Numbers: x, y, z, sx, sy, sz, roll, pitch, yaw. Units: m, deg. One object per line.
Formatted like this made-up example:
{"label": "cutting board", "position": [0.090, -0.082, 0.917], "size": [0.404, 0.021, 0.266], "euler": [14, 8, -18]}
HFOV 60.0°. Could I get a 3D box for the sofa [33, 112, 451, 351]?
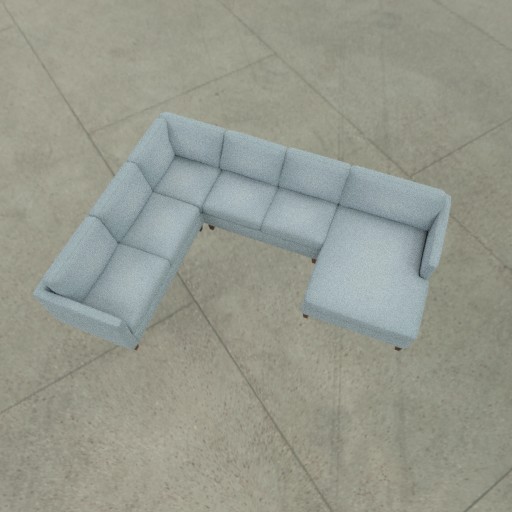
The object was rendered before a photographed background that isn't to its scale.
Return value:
{"label": "sofa", "position": [0.000, 0.000, 4.485], "size": [3.403, 0.889, 2.551], "euler": [18, 61, 11]}
